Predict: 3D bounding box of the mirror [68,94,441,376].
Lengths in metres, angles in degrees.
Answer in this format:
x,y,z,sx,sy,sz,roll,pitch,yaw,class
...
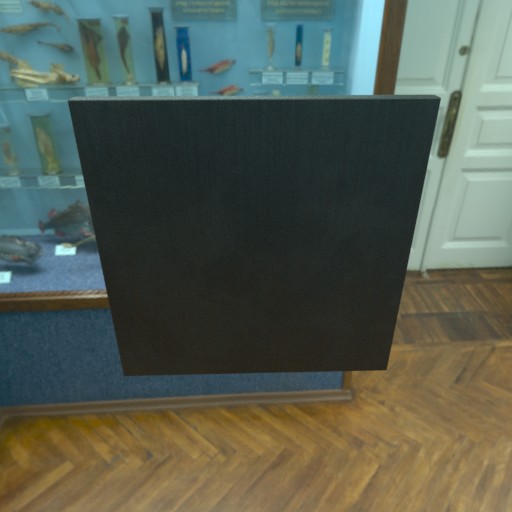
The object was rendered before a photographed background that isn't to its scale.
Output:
x,y,z,sx,sy,sz,roll,pitch,yaw,class
0.000,0.000,0.555,0.382,0.381,0.020,-1,30,-1,mirror
